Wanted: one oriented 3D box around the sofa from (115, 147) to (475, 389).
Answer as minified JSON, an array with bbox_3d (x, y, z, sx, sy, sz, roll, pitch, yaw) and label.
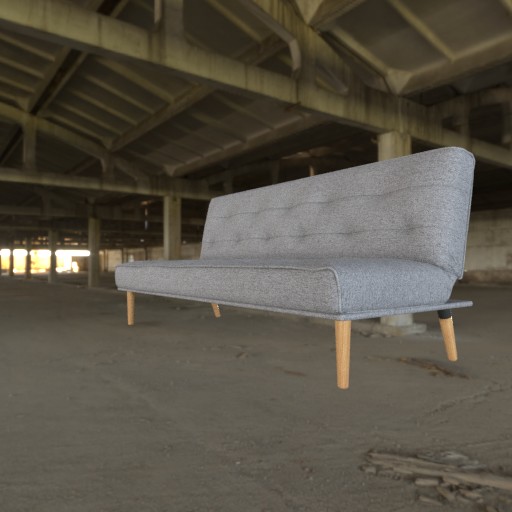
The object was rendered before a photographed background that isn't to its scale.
[{"bbox_3d":[0.000,0.000,2.219,0.810,0.830,1.820,1,-1,-37],"label":"sofa"}]
